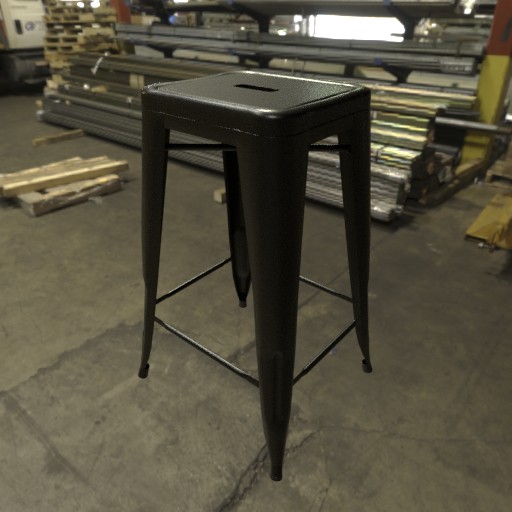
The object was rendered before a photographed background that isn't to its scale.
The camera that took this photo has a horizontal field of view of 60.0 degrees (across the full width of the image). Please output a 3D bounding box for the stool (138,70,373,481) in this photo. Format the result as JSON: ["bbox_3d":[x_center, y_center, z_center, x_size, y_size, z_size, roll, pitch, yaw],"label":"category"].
[{"bbox_3d":[0.000,0.000,0.839,0.399,0.609,0.359,23,38,33],"label":"stool"}]
